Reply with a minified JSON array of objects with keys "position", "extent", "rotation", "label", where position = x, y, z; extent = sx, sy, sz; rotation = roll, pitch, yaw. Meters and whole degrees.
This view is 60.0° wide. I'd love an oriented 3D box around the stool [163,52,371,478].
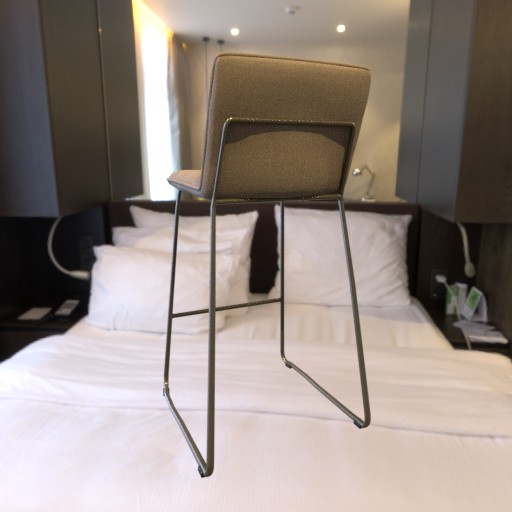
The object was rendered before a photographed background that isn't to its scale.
[{"position":[0.000,0.000,1.251],"extent":[0.490,0.960,0.490],"rotation":[-6,14,-24],"label":"stool"}]
